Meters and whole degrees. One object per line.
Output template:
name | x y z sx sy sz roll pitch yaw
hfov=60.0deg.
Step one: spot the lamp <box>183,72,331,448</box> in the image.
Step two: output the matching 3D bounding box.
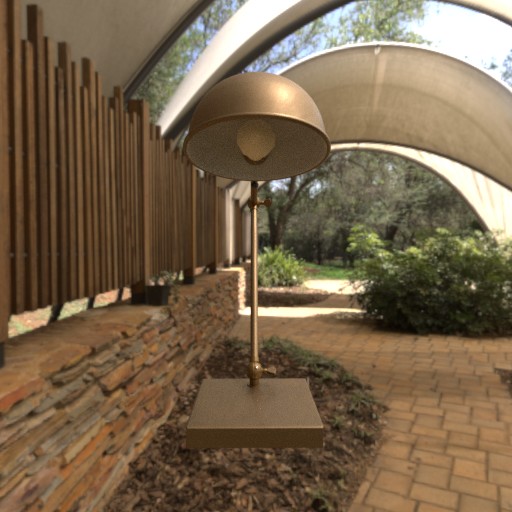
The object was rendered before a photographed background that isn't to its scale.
lamp | 0.000 0.000 0.554 0.149 0.371 0.339 0 2 -1
